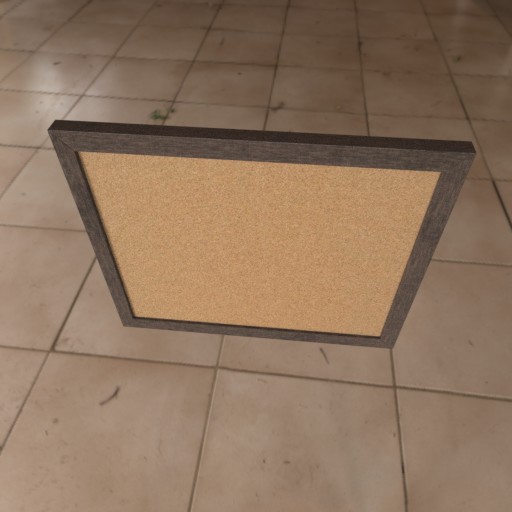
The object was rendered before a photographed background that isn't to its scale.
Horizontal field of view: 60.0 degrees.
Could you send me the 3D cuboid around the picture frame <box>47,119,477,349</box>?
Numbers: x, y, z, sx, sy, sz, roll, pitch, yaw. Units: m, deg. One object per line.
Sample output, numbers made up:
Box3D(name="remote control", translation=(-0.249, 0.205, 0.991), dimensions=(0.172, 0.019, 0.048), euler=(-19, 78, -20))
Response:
Box3D(name="picture frame", translation=(0.000, 0.000, 0.737), dimensions=(0.546, 0.455, 0.026), euler=(4, 47, 4))
